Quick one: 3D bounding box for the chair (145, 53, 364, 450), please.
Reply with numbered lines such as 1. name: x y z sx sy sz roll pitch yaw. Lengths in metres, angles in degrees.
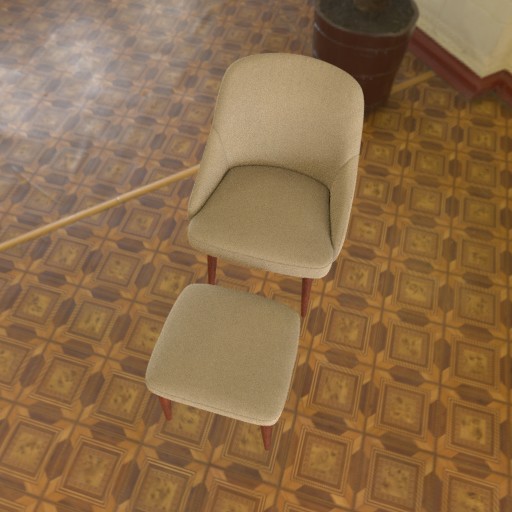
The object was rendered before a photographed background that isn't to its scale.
1. chair: 0.000 0.000 1.590 0.584 0.866 1.114 13 60 8
